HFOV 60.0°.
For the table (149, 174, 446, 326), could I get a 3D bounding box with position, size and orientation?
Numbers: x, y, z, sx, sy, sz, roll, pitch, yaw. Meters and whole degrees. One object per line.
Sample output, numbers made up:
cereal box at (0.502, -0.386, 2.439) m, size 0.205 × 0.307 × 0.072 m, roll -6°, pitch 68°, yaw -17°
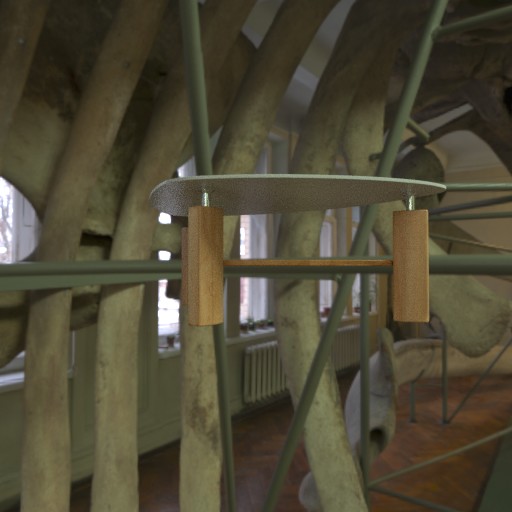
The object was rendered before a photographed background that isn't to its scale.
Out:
table at (0.000, 0.000, 1.649) m, size 1.250 × 0.440 × 0.850 m, roll -1°, pitch -2°, yaw 37°
